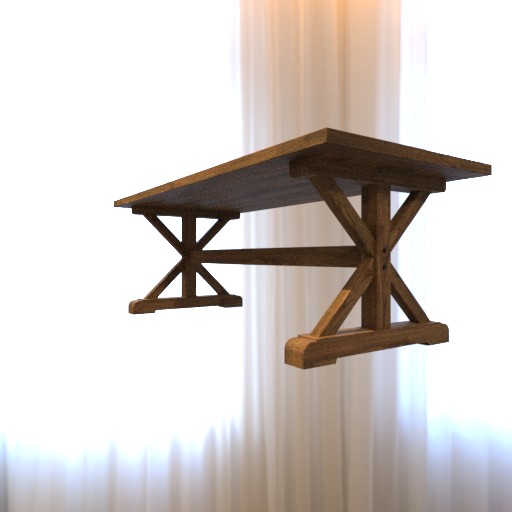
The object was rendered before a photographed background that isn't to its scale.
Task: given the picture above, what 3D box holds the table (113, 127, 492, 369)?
[{"bbox_3d":[0.000,0.000,2.359,0.907,0.733,2.031,0,0,-34],"label":"table"}]
